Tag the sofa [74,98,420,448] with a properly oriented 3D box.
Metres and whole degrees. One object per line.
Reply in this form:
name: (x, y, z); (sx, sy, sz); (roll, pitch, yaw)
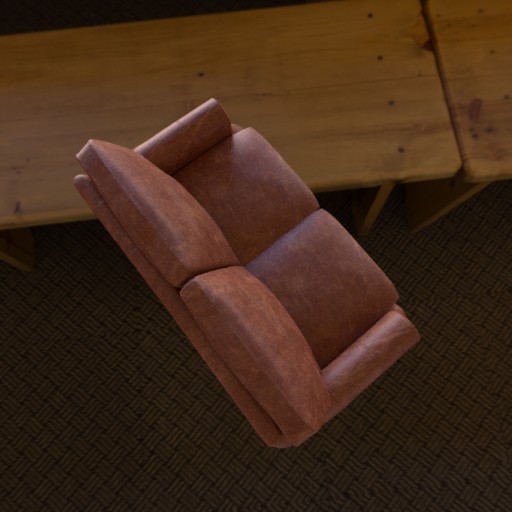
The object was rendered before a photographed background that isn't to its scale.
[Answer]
sofa: (0.000, 0.000, 2.236); (0.990, 0.967, 1.616); (-38, 79, -9)
